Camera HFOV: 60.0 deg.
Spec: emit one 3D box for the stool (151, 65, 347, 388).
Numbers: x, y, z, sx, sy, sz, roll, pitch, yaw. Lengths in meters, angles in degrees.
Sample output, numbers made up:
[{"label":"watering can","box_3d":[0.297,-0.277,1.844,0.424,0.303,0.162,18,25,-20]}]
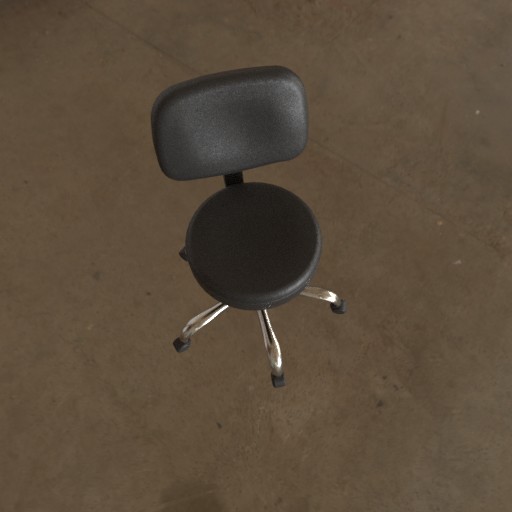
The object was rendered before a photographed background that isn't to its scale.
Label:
[{"label":"stool","box_3d":[0.000,0.000,1.334,0.673,0.862,0.648,-14,64,-7]}]
